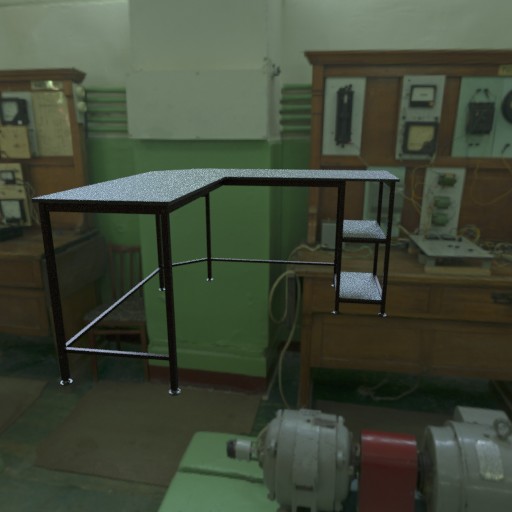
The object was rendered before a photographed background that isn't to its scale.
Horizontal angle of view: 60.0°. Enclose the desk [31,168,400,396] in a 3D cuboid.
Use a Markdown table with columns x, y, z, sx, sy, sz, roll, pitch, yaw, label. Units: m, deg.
| x | y | z | sx | sy | sz | roll | pitch | yaw | label |
| --- | --- | --- | --- | --- | --- | --- | --- | --- | --- |
| 0.000 | 0.000 | 2.203 | 1.379 | 0.739 | 1.379 | 2 | 16 | 8 | desk |
